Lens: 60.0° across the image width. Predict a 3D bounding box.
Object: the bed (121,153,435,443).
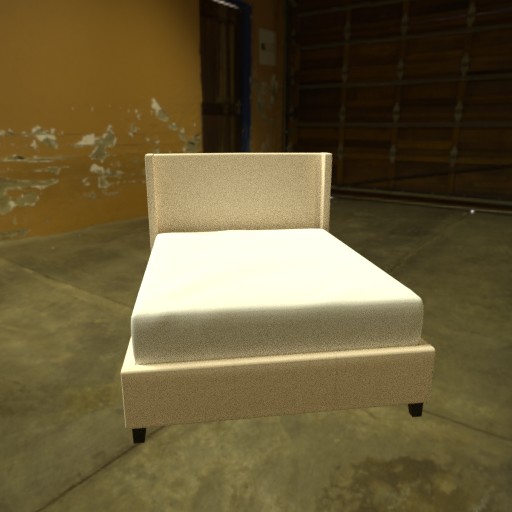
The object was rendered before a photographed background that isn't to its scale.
[{"bbox_3d":[0.000,0.000,3.433,1.765,1.471,2.280,-2,15,-8],"label":"bed"}]
